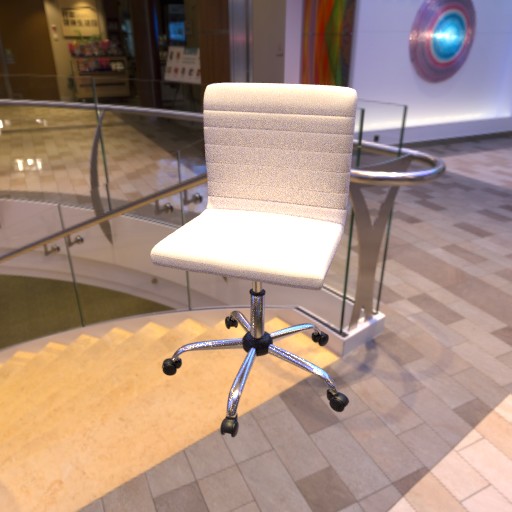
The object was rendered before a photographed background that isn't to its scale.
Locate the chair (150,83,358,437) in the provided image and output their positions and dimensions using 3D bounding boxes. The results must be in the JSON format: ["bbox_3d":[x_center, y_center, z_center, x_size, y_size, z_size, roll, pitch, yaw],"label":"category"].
[{"bbox_3d":[0.000,0.000,1.070,0.520,0.750,0.455,8,27,16],"label":"chair"}]
